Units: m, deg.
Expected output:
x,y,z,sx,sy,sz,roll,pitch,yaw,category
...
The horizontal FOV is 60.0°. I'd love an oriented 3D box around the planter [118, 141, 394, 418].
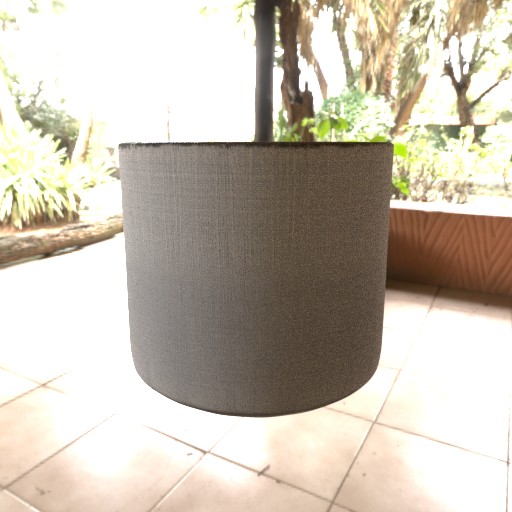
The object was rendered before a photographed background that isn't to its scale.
x,y,z,sx,sy,sz,roll,pitch,yaw,category
0.000,0.000,0.444,0.254,0.221,0.254,0,14,0,planter
